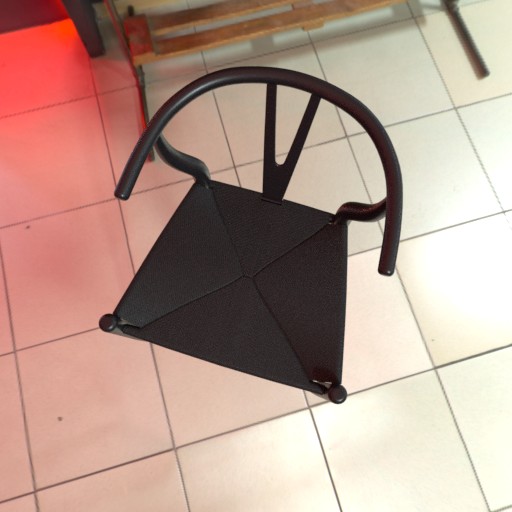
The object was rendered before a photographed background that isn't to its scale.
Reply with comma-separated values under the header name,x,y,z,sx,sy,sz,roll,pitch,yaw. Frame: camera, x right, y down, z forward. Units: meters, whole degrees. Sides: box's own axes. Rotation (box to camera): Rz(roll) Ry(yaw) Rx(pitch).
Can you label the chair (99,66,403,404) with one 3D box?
name,x,y,z,sx,sy,sz,roll,pitch,yaw
chair,0.000,0.000,1.134,0.569,0.730,0.579,16,76,4
